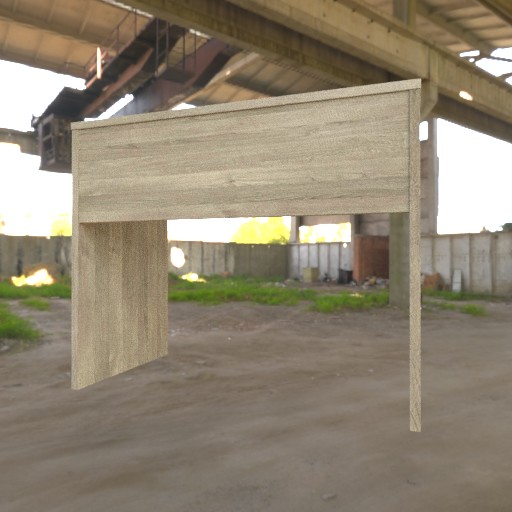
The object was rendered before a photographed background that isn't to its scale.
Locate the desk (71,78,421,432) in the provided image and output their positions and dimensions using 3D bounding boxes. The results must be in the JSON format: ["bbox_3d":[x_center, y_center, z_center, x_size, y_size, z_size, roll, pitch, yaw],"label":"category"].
[{"bbox_3d":[0.000,0.000,1.289,0.893,0.724,0.498,0,0,20],"label":"desk"}]
